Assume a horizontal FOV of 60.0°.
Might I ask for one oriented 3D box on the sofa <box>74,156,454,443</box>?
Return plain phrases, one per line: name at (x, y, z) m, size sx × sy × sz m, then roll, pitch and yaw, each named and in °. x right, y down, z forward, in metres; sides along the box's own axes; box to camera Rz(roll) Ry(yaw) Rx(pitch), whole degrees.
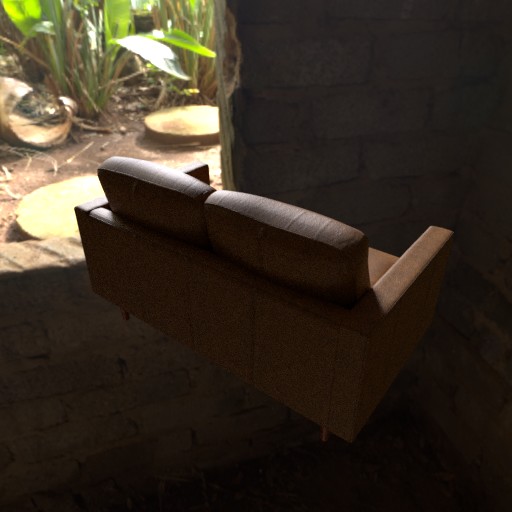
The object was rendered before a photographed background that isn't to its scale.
sofa at (0.000, 0.000, 2.185) m, size 1.578 × 0.951 × 0.909 m, roll 21°, pitch 37°, yaw 32°
